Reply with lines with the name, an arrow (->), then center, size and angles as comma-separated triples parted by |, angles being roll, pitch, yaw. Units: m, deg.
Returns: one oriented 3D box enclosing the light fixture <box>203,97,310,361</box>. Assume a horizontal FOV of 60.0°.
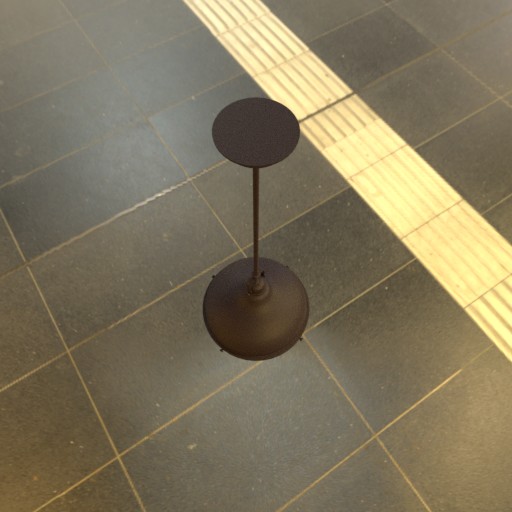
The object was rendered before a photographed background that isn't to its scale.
light fixture -> 0.000, 0.000, 1.035 | 0.341, 0.849, 0.341 | 34, 69, 15
